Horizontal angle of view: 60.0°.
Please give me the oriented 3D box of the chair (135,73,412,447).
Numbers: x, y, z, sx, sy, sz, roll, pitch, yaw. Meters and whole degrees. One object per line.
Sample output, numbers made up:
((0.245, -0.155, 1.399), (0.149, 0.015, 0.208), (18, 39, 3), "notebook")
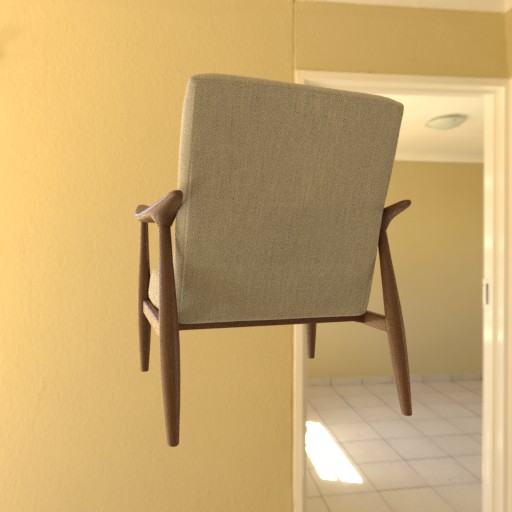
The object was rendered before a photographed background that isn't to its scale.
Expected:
((0.000, 0.000, 1.412), (0.741, 0.832, 0.798), (0, 1, -18), "chair")
